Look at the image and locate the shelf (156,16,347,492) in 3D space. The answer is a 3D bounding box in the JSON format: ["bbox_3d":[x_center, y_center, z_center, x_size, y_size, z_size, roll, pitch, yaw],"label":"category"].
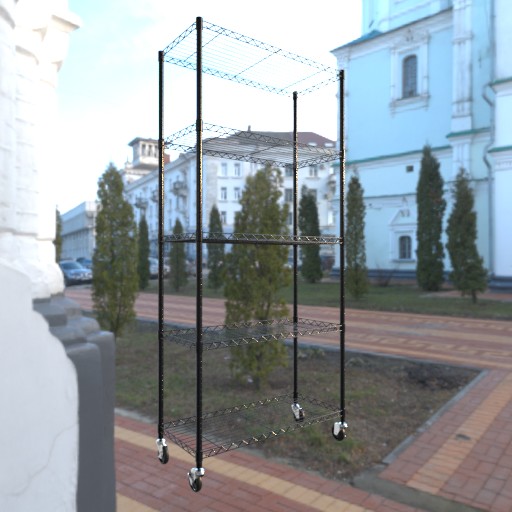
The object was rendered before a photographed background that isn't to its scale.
[{"bbox_3d":[0.000,0.000,1.870,0.762,1.645,0.356,0,0,-37],"label":"shelf"}]
